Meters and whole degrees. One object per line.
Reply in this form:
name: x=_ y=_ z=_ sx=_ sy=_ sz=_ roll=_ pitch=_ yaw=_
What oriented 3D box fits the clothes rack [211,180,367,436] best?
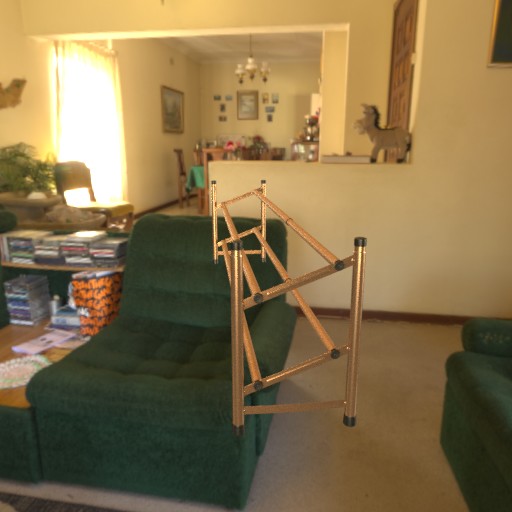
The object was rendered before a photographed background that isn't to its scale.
clothes rack: x=0.000 y=0.000 z=1.309 sx=0.229 sy=0.349 sz=1.168 roll=-2 pitch=15 yaw=-7
